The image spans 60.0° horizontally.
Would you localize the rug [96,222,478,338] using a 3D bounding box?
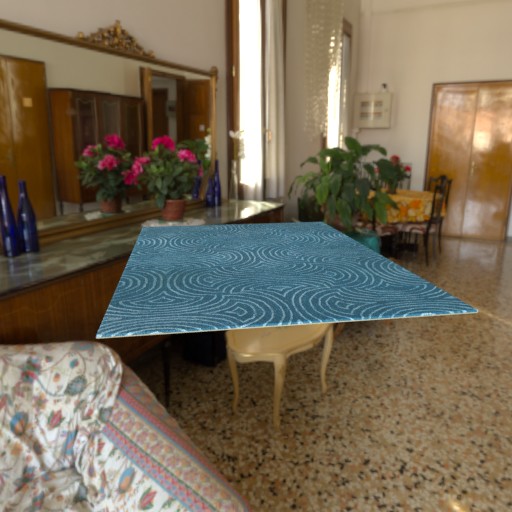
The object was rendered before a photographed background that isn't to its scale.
[{"bbox_3d":[0.000,0.000,2.765,1.543,0.015,2.144,-2,15,-9],"label":"rug"}]
